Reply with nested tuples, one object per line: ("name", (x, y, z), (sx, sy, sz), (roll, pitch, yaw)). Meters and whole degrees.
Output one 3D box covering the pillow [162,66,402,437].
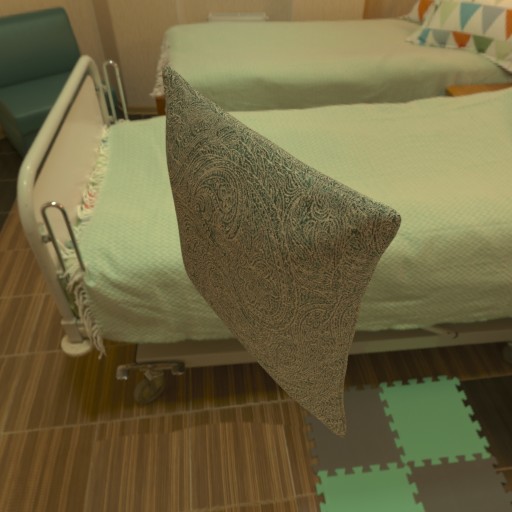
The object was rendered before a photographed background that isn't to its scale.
("pillow", (0.000, 0.000, 0.782), (0.166, 0.507, 0.526), (-26, 49, -26))
